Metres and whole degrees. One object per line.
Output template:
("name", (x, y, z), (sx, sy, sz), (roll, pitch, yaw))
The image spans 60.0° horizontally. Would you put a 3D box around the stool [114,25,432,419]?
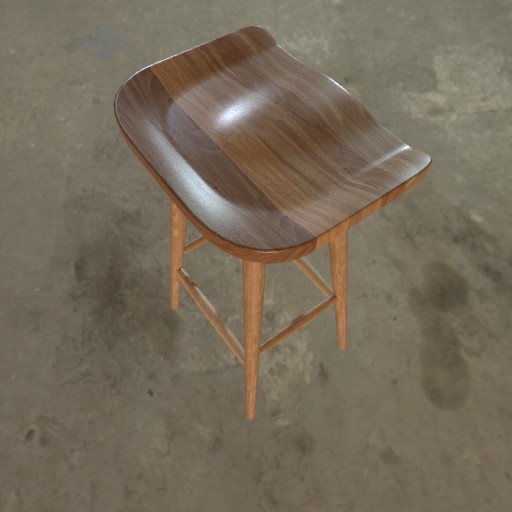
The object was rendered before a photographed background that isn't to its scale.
("stool", (0.000, 0.000, 0.915), (0.322, 0.698, 0.407), (-32, 63, -19))
